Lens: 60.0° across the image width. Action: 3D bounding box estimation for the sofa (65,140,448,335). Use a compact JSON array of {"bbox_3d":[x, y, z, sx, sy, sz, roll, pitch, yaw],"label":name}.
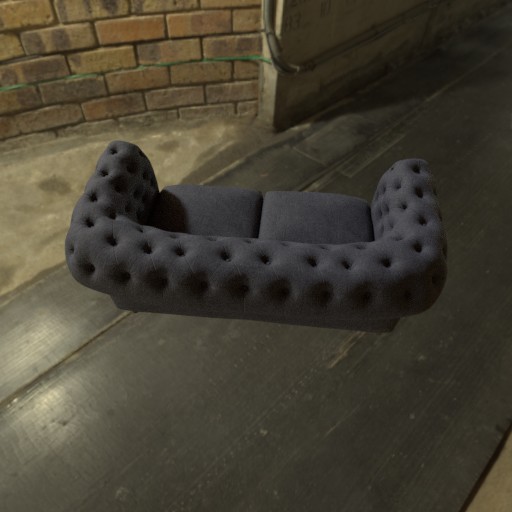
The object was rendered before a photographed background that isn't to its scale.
[{"bbox_3d":[0.000,0.000,2.572,1.988,0.833,1.082,4,48,4],"label":"sofa"}]
